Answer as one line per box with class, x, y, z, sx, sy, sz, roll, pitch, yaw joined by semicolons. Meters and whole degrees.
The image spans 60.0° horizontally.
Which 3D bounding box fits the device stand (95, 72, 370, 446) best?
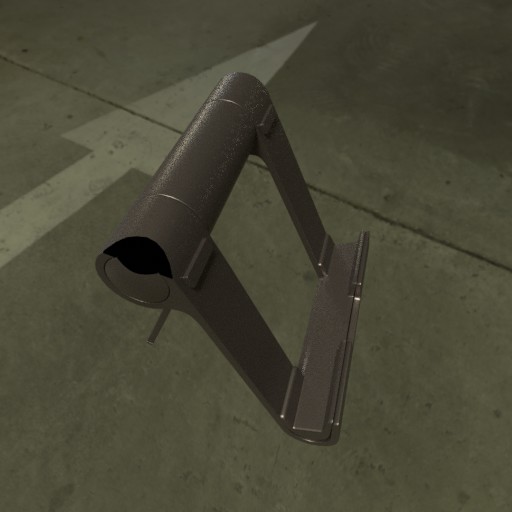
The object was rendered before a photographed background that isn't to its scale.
device stand;0.000;0.000;0.152;0.079;0.084;0.088;12;50;10
